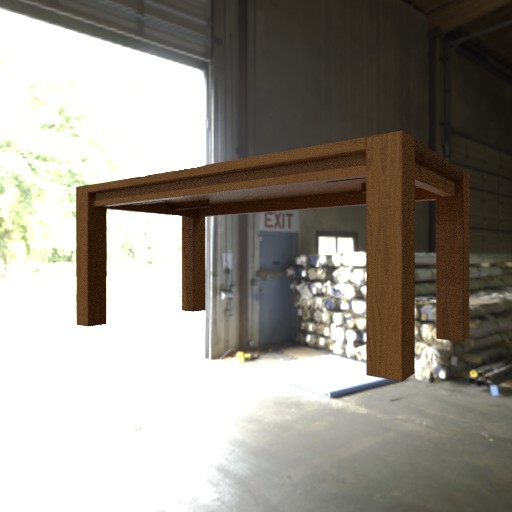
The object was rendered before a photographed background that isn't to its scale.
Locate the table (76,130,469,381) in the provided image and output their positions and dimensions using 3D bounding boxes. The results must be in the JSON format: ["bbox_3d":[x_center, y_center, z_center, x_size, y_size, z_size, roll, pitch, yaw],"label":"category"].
[{"bbox_3d":[0.000,0.000,2.241,1.800,0.760,0.900,0,0,37],"label":"table"}]
